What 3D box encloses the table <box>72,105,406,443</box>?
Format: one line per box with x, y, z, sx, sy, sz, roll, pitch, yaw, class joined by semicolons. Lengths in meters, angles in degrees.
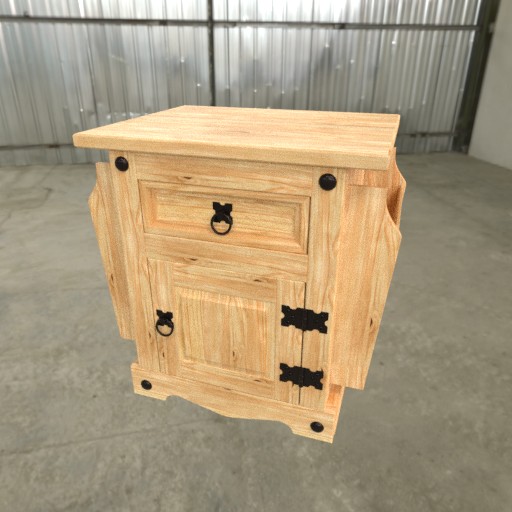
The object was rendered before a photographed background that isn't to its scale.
0.000;0.000;0.885;0.530;0.515;0.380;8;27;16;table
